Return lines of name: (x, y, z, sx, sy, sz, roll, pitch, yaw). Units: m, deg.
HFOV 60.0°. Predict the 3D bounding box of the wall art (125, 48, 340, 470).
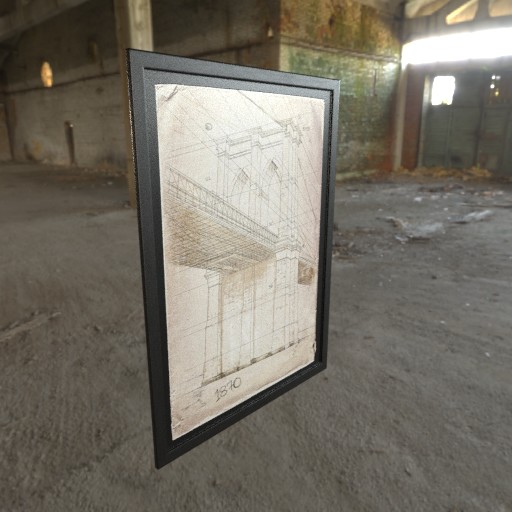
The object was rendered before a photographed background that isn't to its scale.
wall art: (0.000, 0.000, 1.225, 0.013, 0.967, 0.707, 15, 21, 43)
